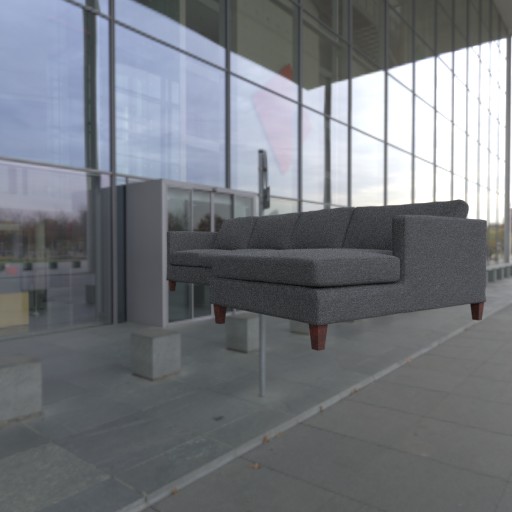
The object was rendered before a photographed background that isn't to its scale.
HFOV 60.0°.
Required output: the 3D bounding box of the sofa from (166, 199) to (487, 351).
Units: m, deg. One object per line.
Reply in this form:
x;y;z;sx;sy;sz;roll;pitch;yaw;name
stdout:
0.000;0.000;3.837;1.625;0.846;3.186;-1;1;-36;sofa
